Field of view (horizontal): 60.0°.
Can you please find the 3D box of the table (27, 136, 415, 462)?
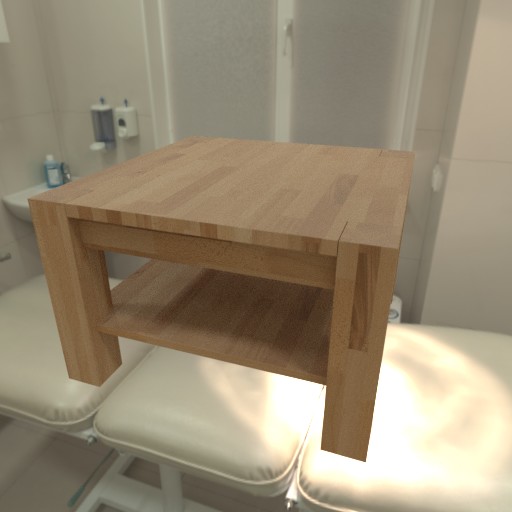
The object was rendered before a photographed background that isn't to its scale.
[{"bbox_3d":[0.000,0.000,1.154,0.700,0.451,0.700,9,27,18],"label":"table"}]
